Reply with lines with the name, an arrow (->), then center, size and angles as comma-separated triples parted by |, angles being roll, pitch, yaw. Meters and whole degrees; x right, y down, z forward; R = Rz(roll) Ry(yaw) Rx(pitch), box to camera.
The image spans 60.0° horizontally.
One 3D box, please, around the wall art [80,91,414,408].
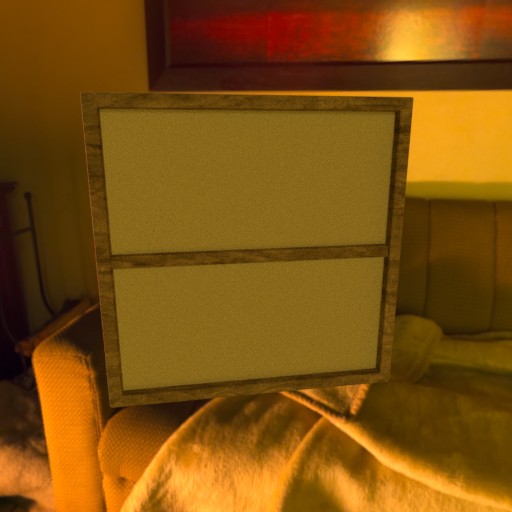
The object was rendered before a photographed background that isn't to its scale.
wall art -> 0.000, 0.000, 1.090 | 0.747, 0.747, 0.035 | -2, 15, -9
